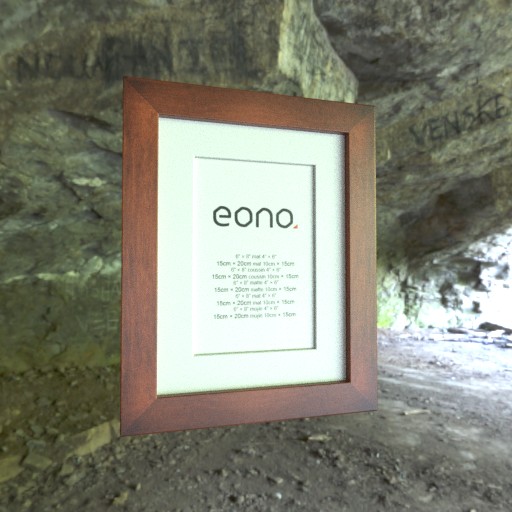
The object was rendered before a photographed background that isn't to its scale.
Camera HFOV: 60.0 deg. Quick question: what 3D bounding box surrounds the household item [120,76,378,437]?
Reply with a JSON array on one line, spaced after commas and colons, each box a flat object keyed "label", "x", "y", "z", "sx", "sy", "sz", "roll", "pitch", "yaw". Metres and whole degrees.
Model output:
[{"label": "household item", "x": 0.000, "y": 0.000, "z": 0.345, "sx": 0.200, "sy": 0.250, "sz": 0.020, "roll": 1, "pitch": -2, "yaw": -17}]
